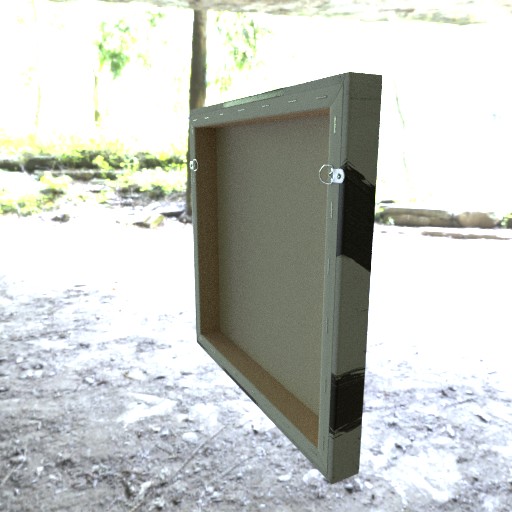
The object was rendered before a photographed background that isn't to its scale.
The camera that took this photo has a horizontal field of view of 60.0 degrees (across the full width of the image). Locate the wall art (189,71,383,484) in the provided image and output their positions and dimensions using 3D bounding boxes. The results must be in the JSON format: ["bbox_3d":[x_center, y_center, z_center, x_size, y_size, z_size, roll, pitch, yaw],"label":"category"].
[{"bbox_3d":[0.000,0.000,0.748,0.050,0.508,0.507,-7,15,-27],"label":"wall art"}]
